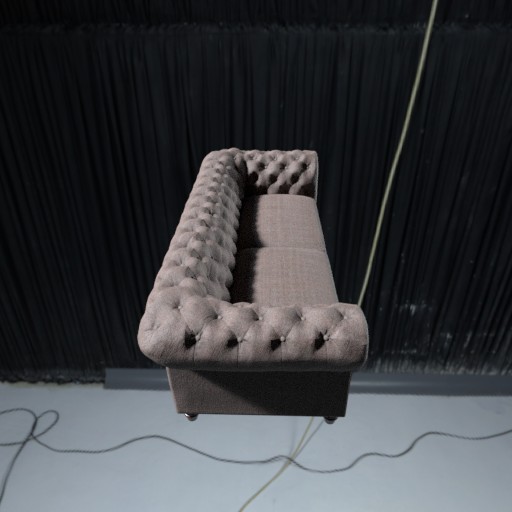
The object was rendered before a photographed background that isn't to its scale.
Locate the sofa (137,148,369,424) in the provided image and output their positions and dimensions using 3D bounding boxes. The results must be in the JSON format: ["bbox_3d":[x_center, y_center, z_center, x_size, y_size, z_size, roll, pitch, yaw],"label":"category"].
[{"bbox_3d":[0.000,0.000,2.866,0.944,0.787,2.385,1,31,1],"label":"sofa"}]
